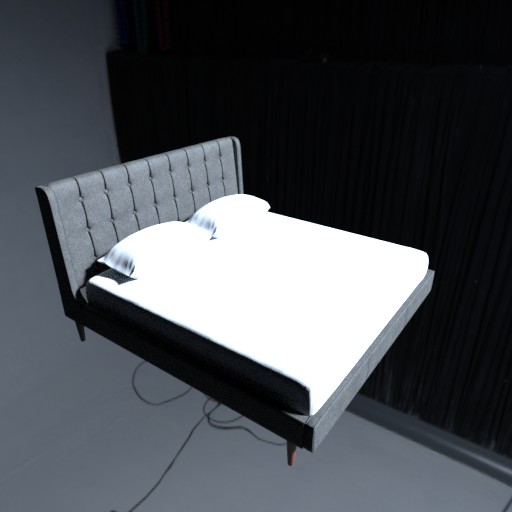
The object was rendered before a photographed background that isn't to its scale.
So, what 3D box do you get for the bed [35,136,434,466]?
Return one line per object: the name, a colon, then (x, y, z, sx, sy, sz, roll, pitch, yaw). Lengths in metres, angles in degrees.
bed: (0.000, 0.000, 2.541, 1.638, 0.933, 1.531, 18, 31, 32)
